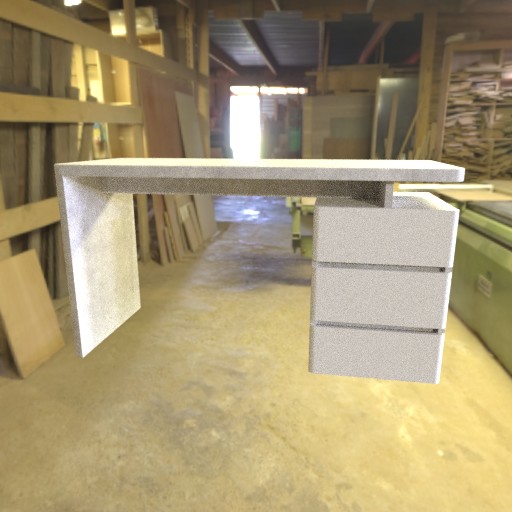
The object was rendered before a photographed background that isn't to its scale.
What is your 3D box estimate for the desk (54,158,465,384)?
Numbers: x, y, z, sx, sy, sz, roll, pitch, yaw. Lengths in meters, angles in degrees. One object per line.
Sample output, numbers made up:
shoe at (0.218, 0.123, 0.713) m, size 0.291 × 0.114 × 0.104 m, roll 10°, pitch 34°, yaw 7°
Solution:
desk at (0.000, 0.000, 1.816) m, size 1.400 × 0.755 × 0.550 m, roll 3°, pitch 15°, yaw 10°
